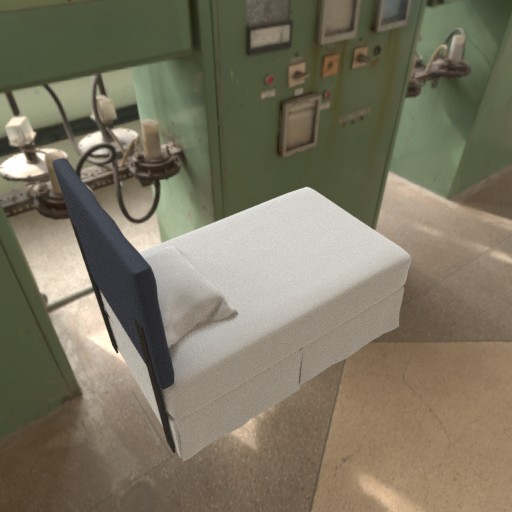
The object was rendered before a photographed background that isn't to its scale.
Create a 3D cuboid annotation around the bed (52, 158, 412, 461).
[{"bbox_3d":[0.000,0.000,3.023,1.997,1.571,1.261,-25,46,-26],"label":"bed"}]
